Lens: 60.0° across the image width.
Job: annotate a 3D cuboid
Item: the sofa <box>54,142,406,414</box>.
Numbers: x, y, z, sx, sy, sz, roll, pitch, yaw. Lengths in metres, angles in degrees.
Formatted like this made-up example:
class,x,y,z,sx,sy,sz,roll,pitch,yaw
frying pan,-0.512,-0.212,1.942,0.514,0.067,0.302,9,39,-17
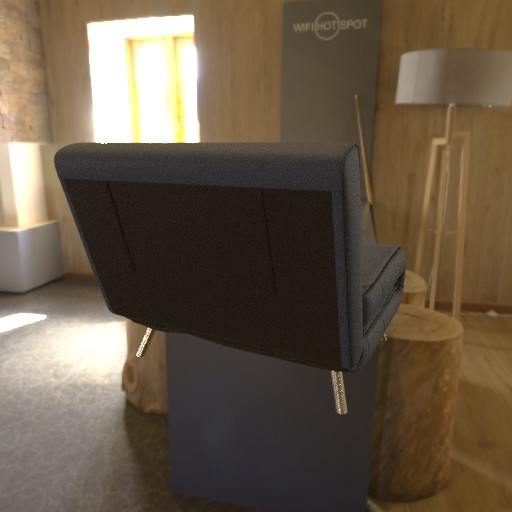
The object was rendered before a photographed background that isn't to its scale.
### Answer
class,x,y,z,sx,sy,sz,roll,pitch,yaw
sofa,0.000,0.000,1.734,0.999,0.860,0.996,7,16,27
